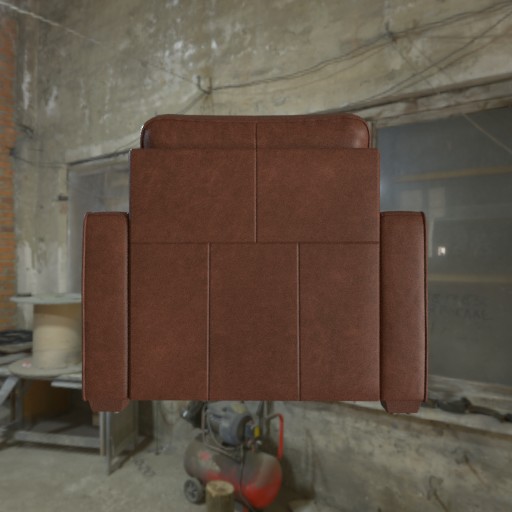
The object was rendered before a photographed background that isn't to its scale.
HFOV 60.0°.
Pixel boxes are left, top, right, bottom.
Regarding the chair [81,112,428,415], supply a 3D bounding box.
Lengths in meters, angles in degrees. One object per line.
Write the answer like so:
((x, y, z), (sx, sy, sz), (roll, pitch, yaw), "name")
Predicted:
((0.000, 0.000, 1.717), (1.017, 0.919, 0.940), (0, 0, 1), "chair")
